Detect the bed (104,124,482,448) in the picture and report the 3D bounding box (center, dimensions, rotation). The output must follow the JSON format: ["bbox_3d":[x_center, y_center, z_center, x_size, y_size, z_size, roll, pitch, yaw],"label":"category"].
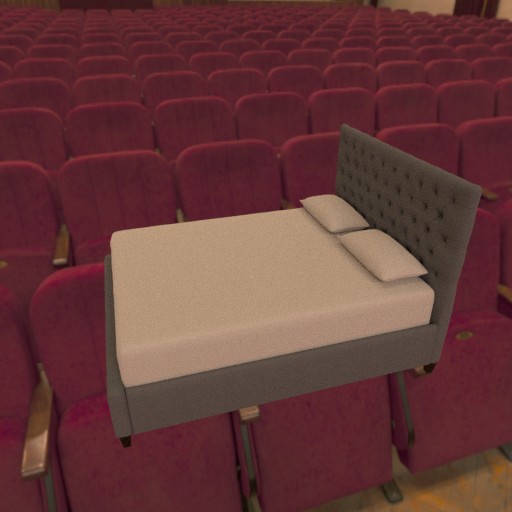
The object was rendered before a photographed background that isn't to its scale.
[{"bbox_3d":[0.000,0.000,3.274,2.231,1.427,1.698,-9,30,-15],"label":"bed"}]
